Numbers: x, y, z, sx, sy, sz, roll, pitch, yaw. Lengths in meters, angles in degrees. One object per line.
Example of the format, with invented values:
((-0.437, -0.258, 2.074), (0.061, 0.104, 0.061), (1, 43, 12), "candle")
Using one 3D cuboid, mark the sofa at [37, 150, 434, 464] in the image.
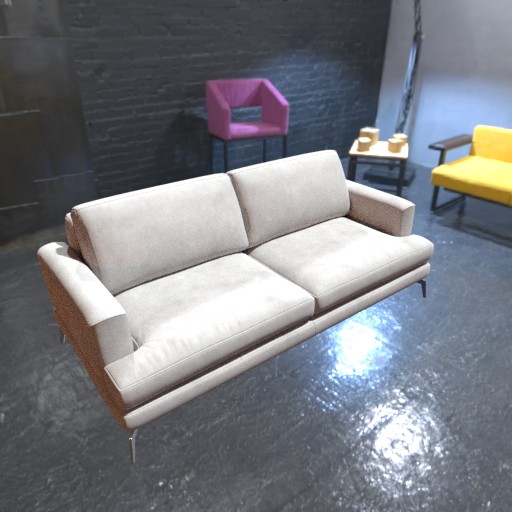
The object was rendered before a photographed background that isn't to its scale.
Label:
((0.000, 0.000, 2.443), (2.013, 0.830, 0.980), (-20, 34, -32), "sofa")
